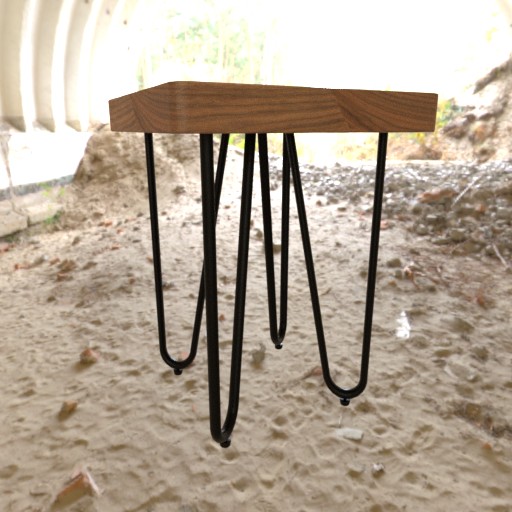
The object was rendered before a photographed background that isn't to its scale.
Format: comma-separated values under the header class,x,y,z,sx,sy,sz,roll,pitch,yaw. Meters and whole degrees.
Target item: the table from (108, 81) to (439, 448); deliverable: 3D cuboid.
class,x,y,z,sx,sy,sz,roll,pitch,yaw
table,0.000,0.000,0.948,0.480,0.641,0.479,-8,18,-26
